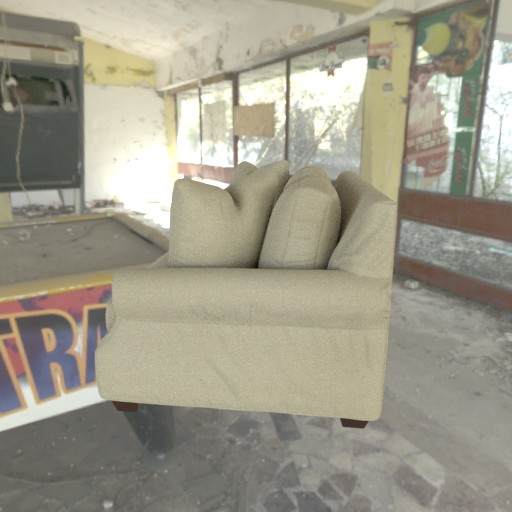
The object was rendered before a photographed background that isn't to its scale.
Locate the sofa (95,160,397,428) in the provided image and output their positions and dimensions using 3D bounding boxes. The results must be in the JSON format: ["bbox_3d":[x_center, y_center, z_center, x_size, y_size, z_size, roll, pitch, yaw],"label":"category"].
[{"bbox_3d":[0.000,0.000,2.187,1.070,0.905,1.550,2,15,7],"label":"sofa"}]
